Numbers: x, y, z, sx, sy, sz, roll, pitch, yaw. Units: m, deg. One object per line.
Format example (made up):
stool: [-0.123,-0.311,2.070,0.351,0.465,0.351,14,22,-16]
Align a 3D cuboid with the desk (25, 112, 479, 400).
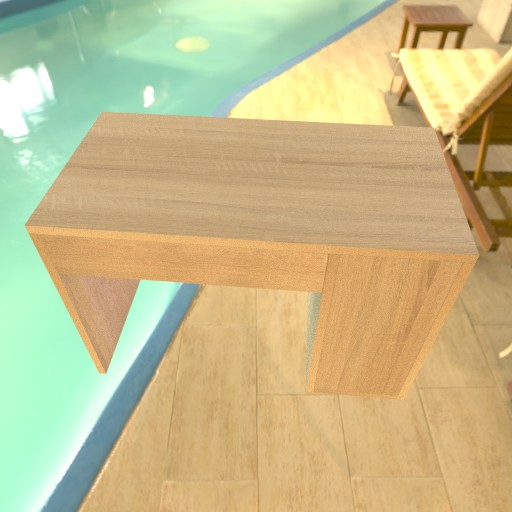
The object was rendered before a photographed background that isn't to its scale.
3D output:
desk: [0.000,0.000,1.536,1.100,0.731,0.600,4,46,4]
